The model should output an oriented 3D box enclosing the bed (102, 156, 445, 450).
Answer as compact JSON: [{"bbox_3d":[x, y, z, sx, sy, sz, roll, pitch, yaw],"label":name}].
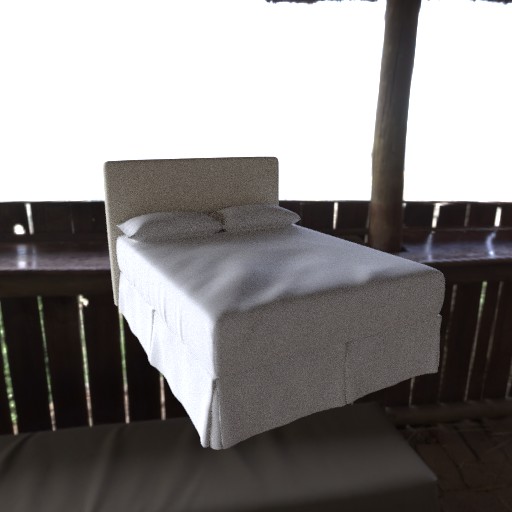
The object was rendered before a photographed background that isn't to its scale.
[{"bbox_3d":[0.000,0.000,3.272,1.714,1.330,2.147,-8,18,-28],"label":"bed"}]
